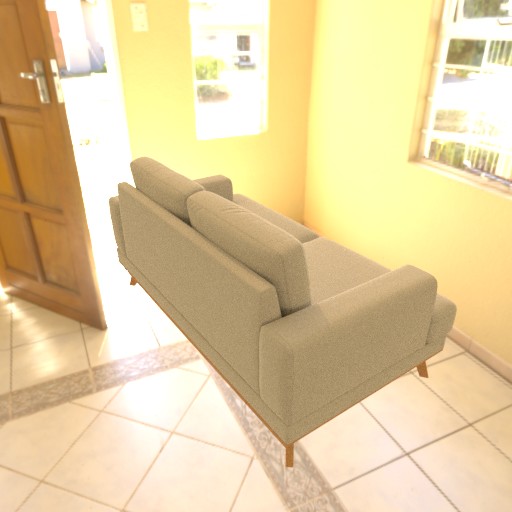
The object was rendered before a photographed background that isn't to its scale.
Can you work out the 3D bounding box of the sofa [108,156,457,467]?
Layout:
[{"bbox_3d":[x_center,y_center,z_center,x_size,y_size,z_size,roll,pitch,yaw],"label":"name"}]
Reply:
[{"bbox_3d":[0.000,0.000,2.171,0.915,0.810,1.651,-18,33,-31],"label":"sofa"}]
